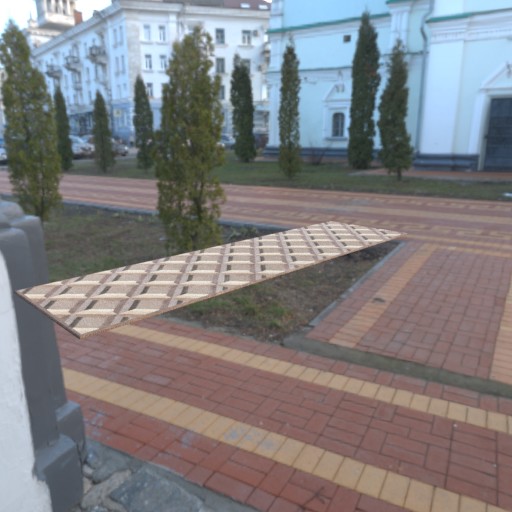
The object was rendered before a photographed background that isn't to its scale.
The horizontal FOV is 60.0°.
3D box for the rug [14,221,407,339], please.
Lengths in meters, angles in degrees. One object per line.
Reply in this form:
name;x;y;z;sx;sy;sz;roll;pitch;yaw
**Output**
rug;0.000;0.000;2.613;0.685;0.013;2.437;14;21;43
